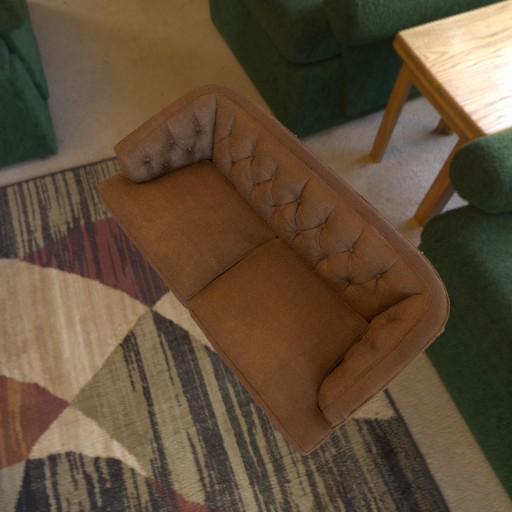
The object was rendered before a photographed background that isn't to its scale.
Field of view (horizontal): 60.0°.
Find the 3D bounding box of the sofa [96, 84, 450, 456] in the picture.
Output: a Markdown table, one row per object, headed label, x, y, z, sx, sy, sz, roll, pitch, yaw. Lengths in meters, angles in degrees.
| label | x | y | z | sx | sy | sz | roll | pitch | yaw |
| --- | --- | --- | --- | --- | --- | --- | --- | --- | --- |
| sofa | 0.000 | 0.000 | 2.300 | 0.917 | 0.799 | 1.767 | -36 | 68 | -17 |
